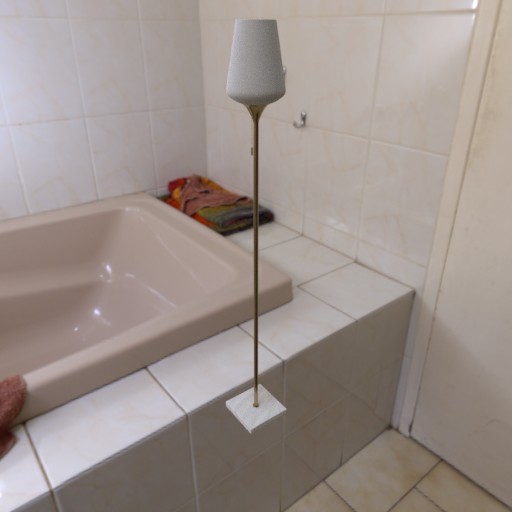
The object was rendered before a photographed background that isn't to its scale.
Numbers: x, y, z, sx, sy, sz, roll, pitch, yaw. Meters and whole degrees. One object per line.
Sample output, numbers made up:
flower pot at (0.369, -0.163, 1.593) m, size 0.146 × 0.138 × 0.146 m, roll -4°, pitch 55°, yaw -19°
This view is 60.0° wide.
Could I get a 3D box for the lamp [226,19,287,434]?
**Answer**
lamp at (0.000, 0.000, 1.927) m, size 0.229 × 1.813 × 0.232 m, roll -18°, pitch 32°, yaw -32°
